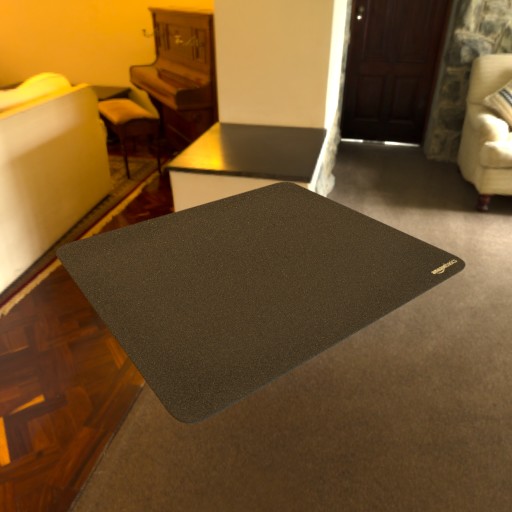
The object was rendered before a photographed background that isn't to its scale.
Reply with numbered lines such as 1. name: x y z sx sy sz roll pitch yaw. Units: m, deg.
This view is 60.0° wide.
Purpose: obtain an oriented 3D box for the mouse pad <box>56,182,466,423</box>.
1. mouse pad: 0.000 0.000 0.627 0.451 0.002 0.393 -21 37 -31
